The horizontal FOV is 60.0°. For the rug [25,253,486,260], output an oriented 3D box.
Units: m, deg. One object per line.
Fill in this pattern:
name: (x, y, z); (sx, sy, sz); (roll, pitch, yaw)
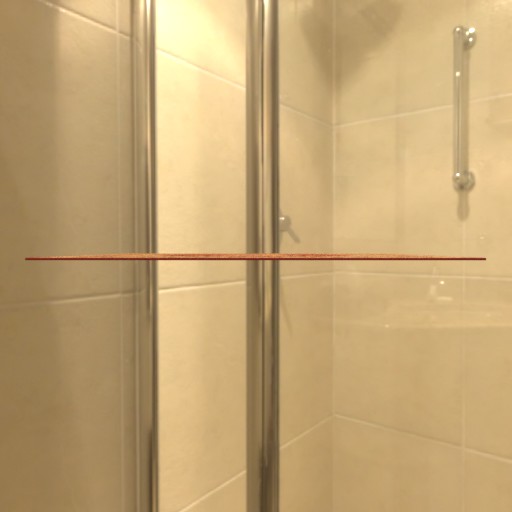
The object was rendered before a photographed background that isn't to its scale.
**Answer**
rug: (0.000, 0.000, 2.919); (2.211, 0.013, 1.593); (0, 1, 0)
